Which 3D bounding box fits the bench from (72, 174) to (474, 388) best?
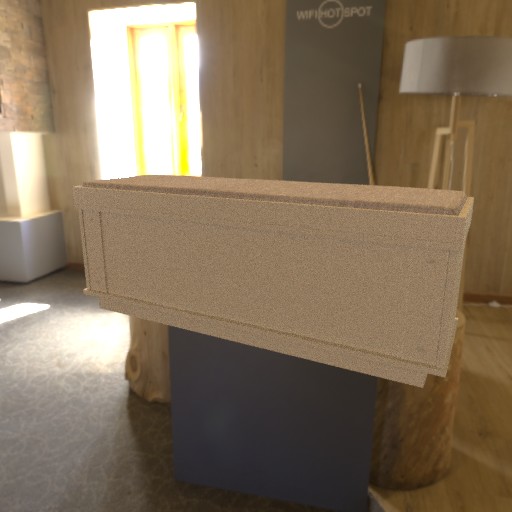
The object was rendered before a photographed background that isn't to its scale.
[{"bbox_3d":[0.000,0.000,1.416,1.196,0.453,0.363,8,17,27],"label":"bench"}]
